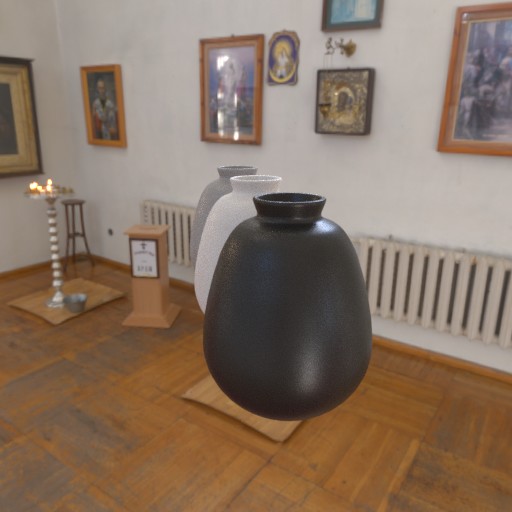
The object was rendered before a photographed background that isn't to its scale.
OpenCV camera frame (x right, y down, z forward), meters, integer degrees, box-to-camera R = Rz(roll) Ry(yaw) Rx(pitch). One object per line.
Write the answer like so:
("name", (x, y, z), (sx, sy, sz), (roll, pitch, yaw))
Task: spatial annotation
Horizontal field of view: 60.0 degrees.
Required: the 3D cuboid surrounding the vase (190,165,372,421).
("vase", (0.000, 0.000, 0.349), (0.097, 0.122, 0.297), (-3, 16, -10))
